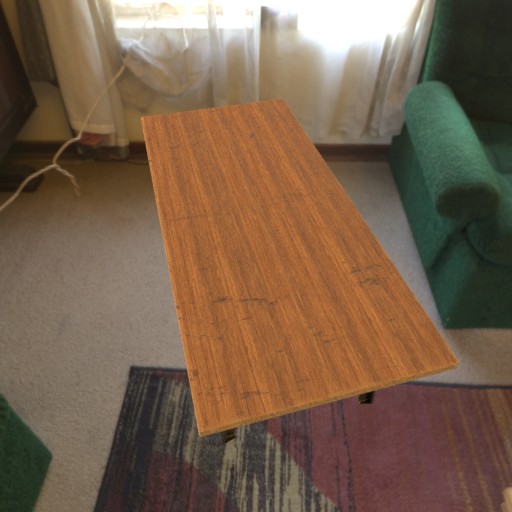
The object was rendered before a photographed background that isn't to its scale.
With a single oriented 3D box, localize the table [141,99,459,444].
[{"bbox_3d":[0.000,0.000,2.592,1.000,0.757,2.200,-11,47,-11],"label":"table"}]
